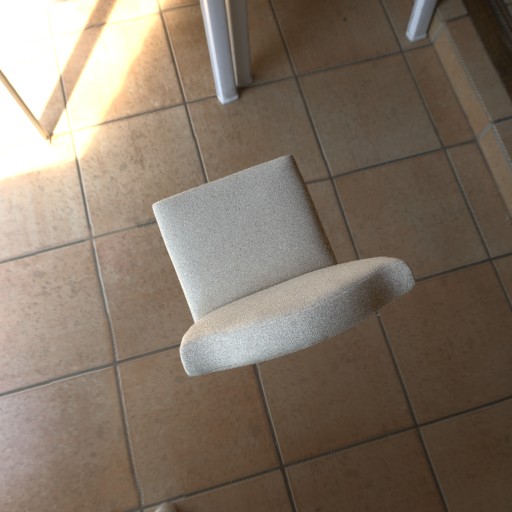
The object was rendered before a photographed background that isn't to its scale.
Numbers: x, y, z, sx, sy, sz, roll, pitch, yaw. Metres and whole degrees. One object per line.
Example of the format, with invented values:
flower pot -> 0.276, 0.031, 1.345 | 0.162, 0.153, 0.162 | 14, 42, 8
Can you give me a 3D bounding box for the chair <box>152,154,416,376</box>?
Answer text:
chair -> 0.000, 0.000, 1.409 | 0.534, 1.012, 0.648 | -21, 77, -5
